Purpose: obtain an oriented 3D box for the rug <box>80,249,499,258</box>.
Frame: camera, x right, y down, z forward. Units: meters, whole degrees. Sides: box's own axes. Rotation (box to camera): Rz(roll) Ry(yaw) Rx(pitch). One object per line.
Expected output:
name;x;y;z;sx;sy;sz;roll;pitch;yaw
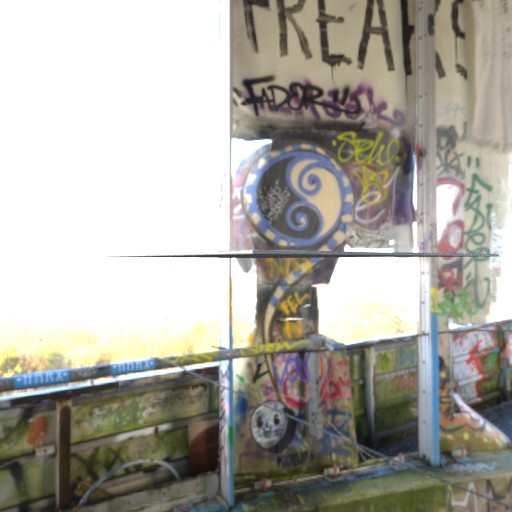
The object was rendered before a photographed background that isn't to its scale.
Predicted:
rug;0.000;0.000;2.777;1.578;0.014;2.206;0;-1;-35
